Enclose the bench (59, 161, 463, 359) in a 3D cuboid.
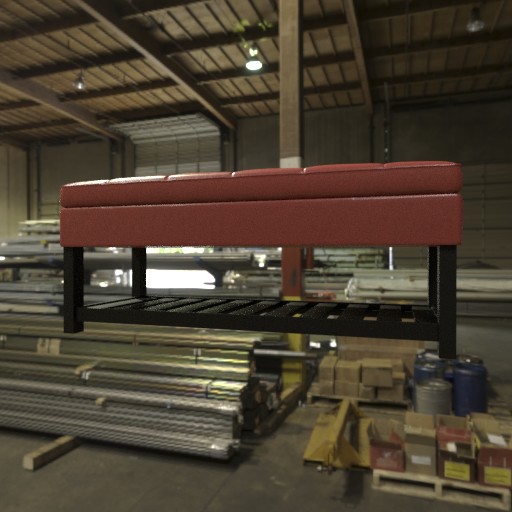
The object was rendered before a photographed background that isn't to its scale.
[{"bbox_3d":[0.000,0.000,1.349,1.105,0.460,0.432,0,0,18],"label":"bench"}]
